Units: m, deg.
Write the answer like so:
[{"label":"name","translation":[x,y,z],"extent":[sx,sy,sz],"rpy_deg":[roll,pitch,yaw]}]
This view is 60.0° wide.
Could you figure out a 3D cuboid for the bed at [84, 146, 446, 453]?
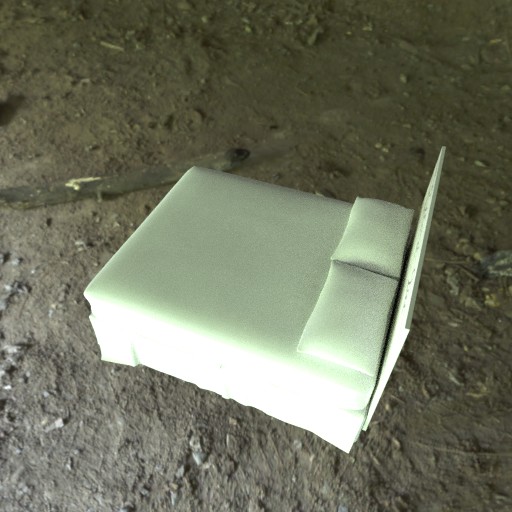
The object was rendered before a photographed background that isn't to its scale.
[{"label":"bed","translation":[0.000,0.000,3.216],"extent":[2.094,1.335,1.745],"rpy_deg":[16,48,15]}]
